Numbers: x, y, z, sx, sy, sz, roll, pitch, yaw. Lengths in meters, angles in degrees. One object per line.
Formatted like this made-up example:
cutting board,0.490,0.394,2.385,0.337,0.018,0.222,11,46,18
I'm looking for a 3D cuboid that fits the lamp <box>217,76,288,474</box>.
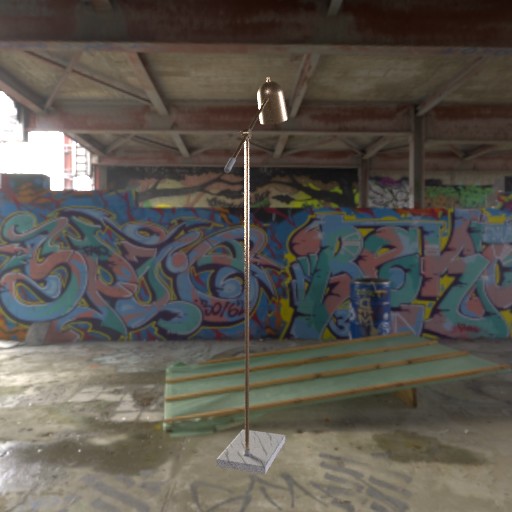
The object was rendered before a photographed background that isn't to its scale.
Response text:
lamp,0.000,0.000,1.820,0.194,1.594,0.653,0,1,18
